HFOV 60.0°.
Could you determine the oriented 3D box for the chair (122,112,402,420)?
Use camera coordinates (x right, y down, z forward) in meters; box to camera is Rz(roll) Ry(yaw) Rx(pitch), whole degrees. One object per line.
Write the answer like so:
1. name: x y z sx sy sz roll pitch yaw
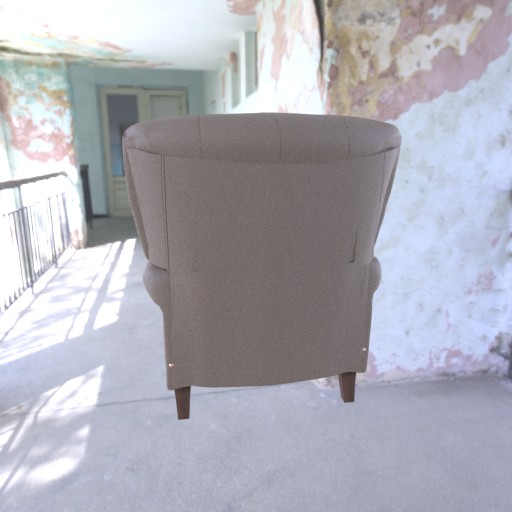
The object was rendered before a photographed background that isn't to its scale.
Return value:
1. chair: 0.000 0.000 1.931 0.999 1.138 1.041 -2 14 -9
